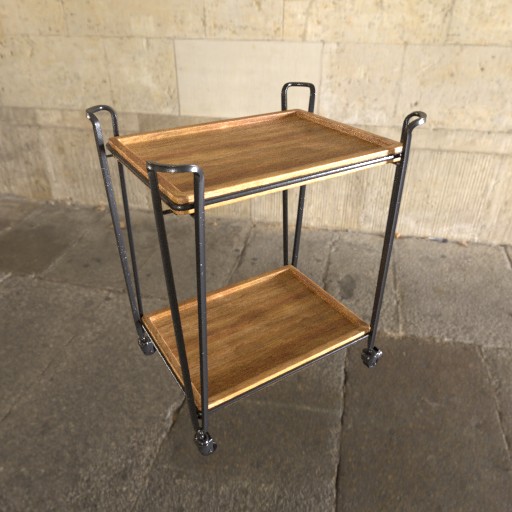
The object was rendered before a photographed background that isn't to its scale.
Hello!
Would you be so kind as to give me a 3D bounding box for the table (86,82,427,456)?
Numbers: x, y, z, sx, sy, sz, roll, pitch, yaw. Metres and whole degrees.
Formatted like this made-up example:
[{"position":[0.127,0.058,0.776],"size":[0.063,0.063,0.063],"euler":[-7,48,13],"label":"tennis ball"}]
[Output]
[{"position":[0.000,0.000,1.227],"size":[0.672,0.785,0.505],"euler":[-18,36,-27],"label":"table"}]
